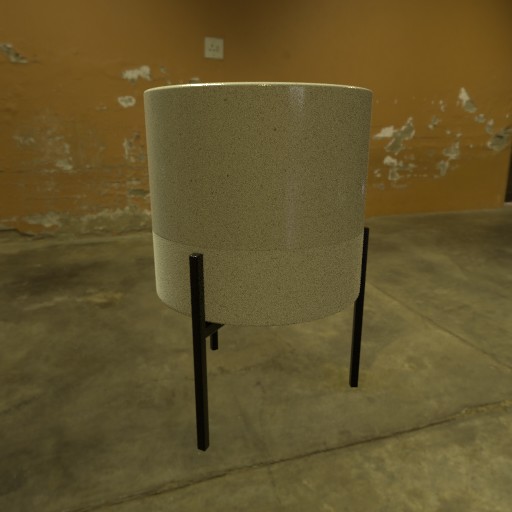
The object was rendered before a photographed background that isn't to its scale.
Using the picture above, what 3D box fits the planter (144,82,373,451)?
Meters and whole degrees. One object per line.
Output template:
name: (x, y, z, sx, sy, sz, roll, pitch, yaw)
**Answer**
planter: (0.000, 0.000, 0.331, 0.152, 0.230, 0.159, 8, 18, 26)
